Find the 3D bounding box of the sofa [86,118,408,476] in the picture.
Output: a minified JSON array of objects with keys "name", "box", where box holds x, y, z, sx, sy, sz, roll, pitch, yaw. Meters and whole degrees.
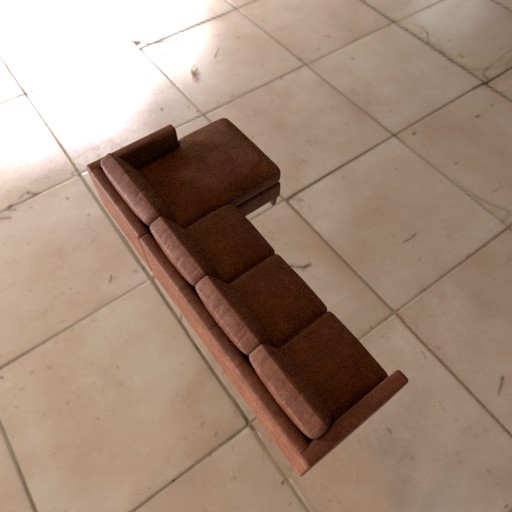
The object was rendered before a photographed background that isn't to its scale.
[{"name":"sofa","box":[0.000,0.000,3.958,1.581,0.883,3.203,-33,64,-18]}]
